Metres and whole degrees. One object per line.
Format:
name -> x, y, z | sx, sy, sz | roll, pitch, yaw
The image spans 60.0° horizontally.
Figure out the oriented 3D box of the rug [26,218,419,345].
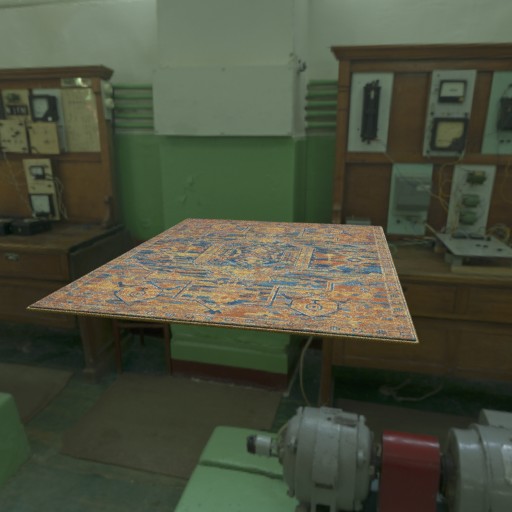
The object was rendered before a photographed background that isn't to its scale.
rug -> 0.000, 0.000, 4.069 | 2.435, 0.031, 3.040 | 3, 16, 11
